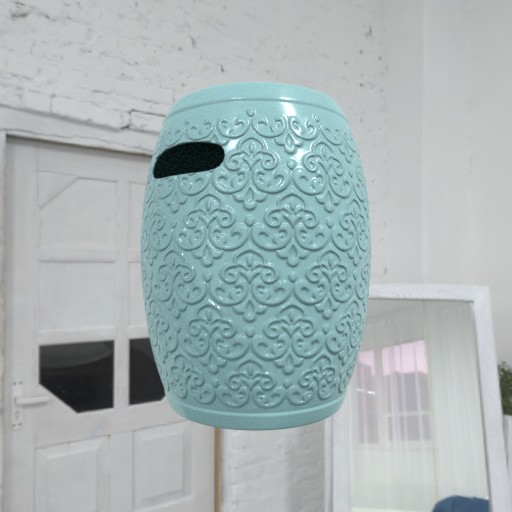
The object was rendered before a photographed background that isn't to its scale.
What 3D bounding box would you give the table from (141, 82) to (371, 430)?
[{"bbox_3d":[0.000,0.000,0.614,0.309,0.397,0.309,0,0,0],"label":"table"}]
